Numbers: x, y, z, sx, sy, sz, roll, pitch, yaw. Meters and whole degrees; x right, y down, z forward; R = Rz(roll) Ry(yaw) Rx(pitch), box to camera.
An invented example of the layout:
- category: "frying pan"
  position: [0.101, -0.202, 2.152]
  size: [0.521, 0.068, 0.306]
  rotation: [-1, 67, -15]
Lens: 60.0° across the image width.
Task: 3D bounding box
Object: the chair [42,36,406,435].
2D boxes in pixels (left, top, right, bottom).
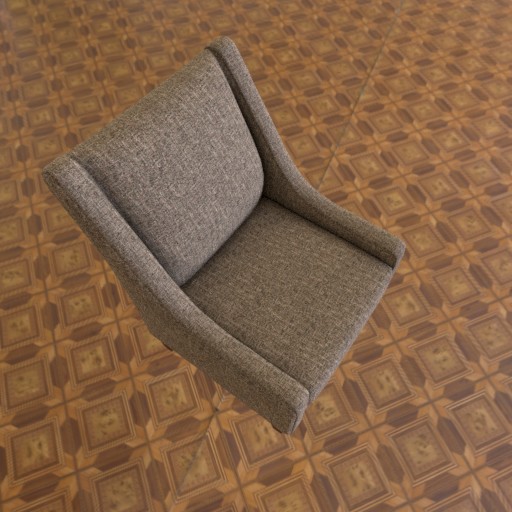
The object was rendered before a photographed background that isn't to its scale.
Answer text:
- category: "chair"
  position: [0.000, 0.000, 1.580]
  size: [0.870, 1.014, 0.774]
  rotation: [32, 63, 18]
